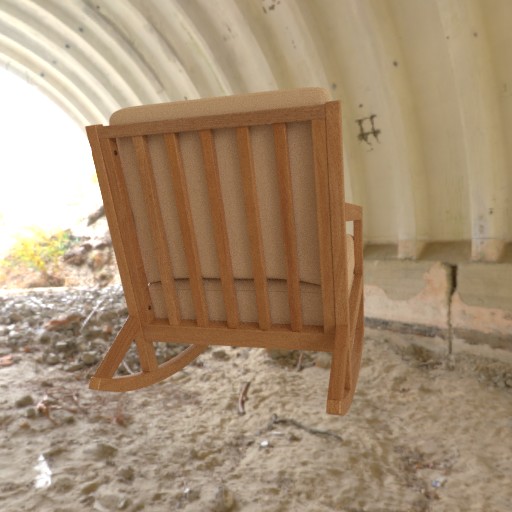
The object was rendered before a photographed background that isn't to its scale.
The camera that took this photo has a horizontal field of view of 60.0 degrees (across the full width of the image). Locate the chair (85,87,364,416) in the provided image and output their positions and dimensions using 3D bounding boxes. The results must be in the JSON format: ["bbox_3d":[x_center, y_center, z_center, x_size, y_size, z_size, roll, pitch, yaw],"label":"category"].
[{"bbox_3d":[0.000,0.000,1.412,0.622,0.790,0.857,0,0,17],"label":"chair"}]
